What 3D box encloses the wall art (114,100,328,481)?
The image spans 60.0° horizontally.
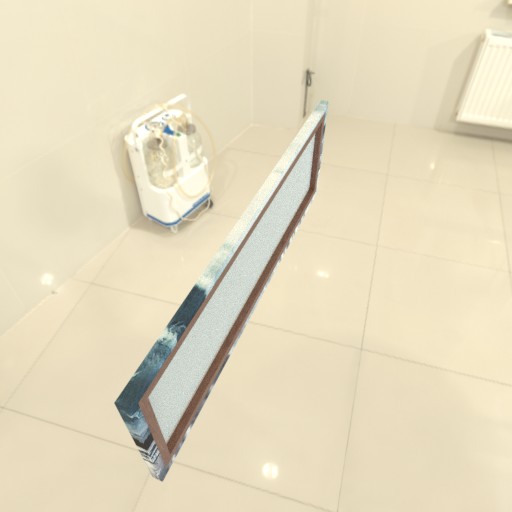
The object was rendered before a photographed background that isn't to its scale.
[{"bbox_3d":[0.000,0.000,1.651,0.037,0.509,1.524,17,49,16],"label":"wall art"}]
